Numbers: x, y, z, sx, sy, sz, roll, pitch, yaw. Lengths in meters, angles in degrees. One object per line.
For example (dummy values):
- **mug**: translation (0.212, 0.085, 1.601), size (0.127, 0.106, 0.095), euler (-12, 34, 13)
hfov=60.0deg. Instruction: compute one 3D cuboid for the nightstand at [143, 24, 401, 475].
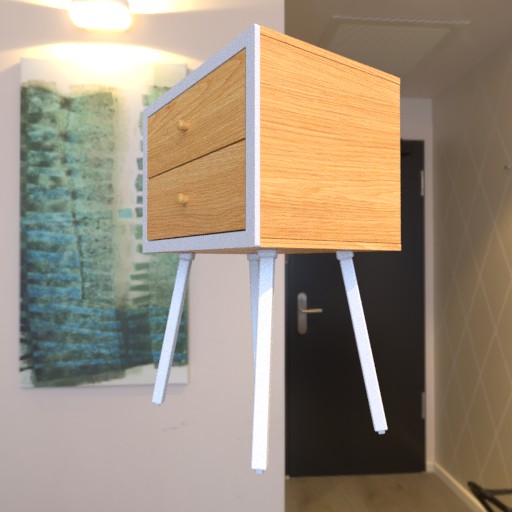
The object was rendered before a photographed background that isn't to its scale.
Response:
- **nightstand**: translation (0.000, 0.000, 0.820), size (0.316, 0.601, 0.400), euler (1, -1, -35)
